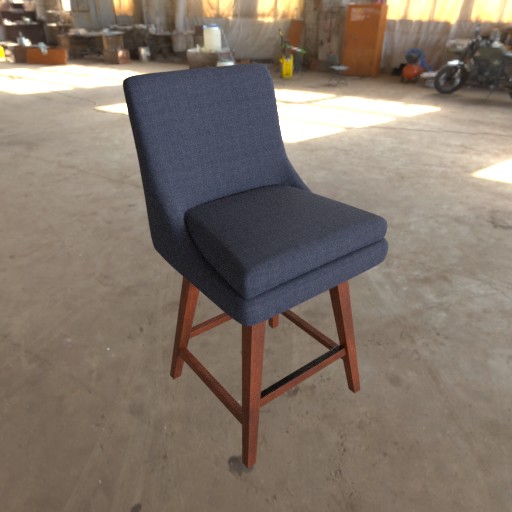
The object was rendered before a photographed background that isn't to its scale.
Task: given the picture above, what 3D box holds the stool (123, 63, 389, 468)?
[{"bbox_3d":[0.000,0.000,1.195,0.467,0.895,0.524,-21,36,-32],"label":"stool"}]
